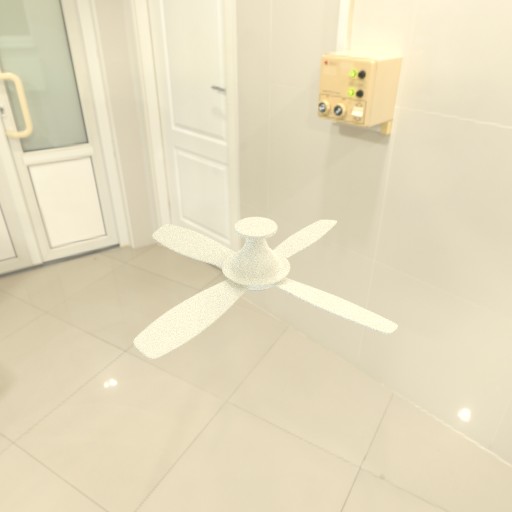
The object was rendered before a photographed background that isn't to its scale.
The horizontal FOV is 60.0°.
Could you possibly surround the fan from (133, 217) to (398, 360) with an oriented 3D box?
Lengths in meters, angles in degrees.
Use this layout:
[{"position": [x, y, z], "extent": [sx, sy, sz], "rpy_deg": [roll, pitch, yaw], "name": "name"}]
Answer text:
[{"position": [0.000, 0.000, 2.520], "extent": [1.694, 0.382, 1.693], "rpy_deg": [22, 37, 32], "name": "fan"}]
